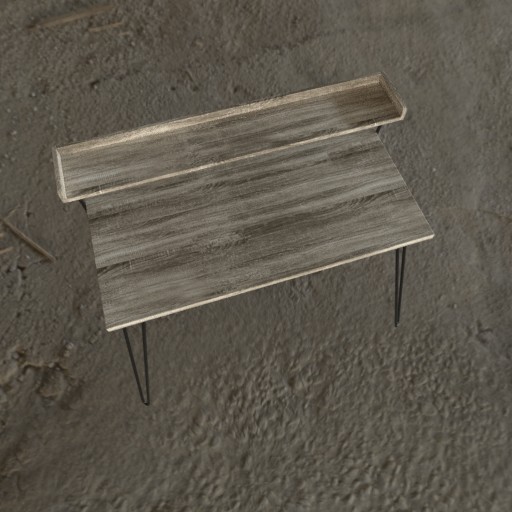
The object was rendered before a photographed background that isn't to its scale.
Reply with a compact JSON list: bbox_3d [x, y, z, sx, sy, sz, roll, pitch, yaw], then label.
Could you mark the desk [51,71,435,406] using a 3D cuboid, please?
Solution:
[{"bbox_3d":[0.000,0.000,1.594,1.135,0.899,0.605,-16,64,-8],"label":"desk"}]
